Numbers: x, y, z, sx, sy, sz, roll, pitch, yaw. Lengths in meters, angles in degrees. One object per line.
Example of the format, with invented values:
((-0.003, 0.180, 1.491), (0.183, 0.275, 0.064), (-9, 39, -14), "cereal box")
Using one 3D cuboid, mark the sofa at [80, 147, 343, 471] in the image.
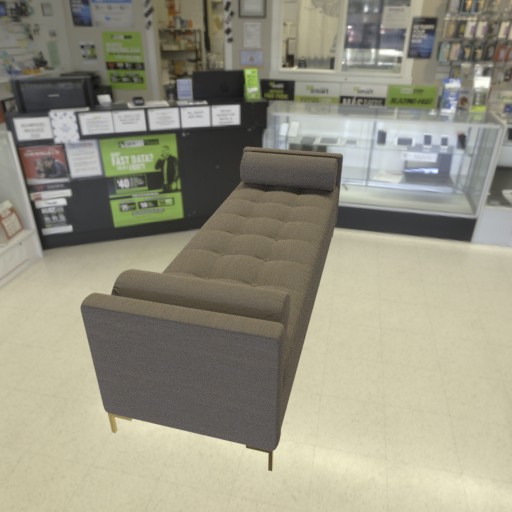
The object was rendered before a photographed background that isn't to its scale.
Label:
((0.000, 0.000, 2.358), (0.686, 0.635, 1.981), (7, 30, 13), "sofa")
